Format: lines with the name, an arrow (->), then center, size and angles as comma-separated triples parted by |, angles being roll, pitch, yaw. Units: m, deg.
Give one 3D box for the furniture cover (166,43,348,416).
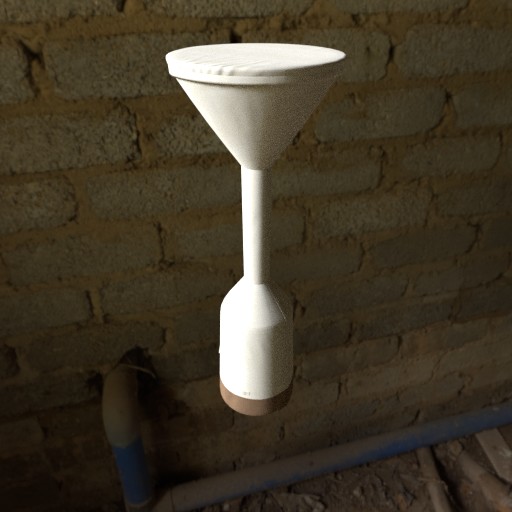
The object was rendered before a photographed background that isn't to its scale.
furniture cover -> 0.000, 0.000, 2.875 | 0.914, 2.413, 0.914 | 20, 37, 29
